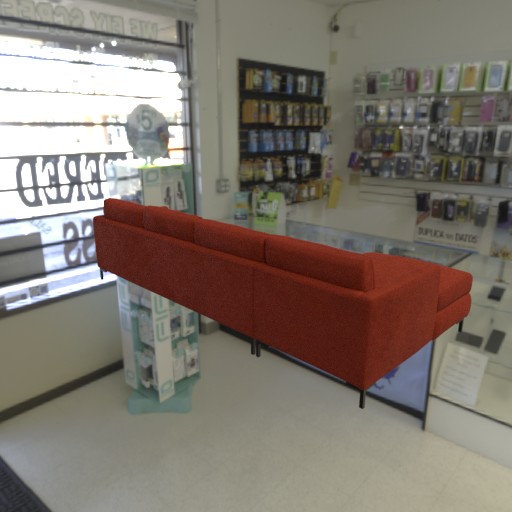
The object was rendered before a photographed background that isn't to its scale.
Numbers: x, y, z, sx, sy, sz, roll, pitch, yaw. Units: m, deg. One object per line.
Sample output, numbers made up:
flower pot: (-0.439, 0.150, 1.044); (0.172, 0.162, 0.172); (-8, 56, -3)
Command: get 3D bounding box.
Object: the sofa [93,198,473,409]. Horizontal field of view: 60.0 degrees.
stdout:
sofa: (0.000, 0.000, 3.001); (2.467, 0.663, 1.136); (16, 22, 43)
